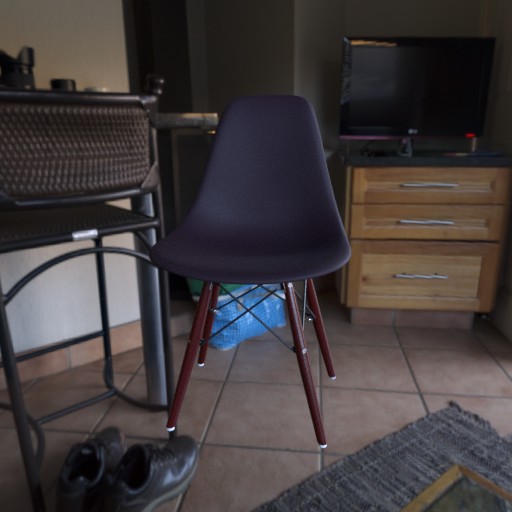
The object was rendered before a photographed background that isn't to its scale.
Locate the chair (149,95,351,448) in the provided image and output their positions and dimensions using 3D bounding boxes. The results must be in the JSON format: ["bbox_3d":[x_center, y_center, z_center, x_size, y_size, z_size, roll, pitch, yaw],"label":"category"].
[{"bbox_3d":[0.000,0.000,1.145,0.470,0.826,0.533,2,16,9],"label":"chair"}]
